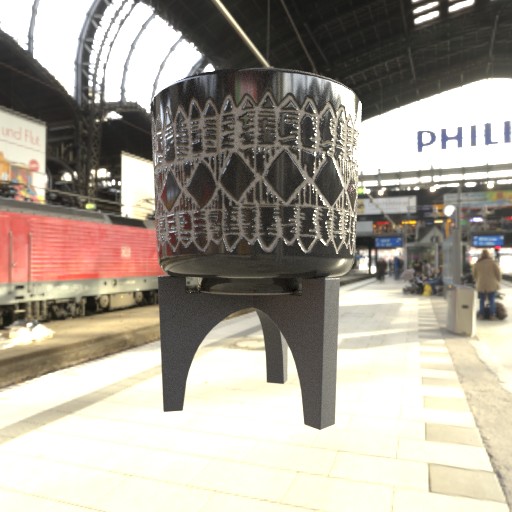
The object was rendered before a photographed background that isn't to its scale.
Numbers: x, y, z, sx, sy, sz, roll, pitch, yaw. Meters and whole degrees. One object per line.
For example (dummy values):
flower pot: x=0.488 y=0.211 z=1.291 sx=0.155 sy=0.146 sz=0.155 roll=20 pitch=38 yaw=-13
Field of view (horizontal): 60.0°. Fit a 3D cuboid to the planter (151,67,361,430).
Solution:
planter: x=0.000 y=0.000 z=0.539 sx=0.251 sy=0.355 sz=0.251 roll=0 pitch=-1 yaw=18
